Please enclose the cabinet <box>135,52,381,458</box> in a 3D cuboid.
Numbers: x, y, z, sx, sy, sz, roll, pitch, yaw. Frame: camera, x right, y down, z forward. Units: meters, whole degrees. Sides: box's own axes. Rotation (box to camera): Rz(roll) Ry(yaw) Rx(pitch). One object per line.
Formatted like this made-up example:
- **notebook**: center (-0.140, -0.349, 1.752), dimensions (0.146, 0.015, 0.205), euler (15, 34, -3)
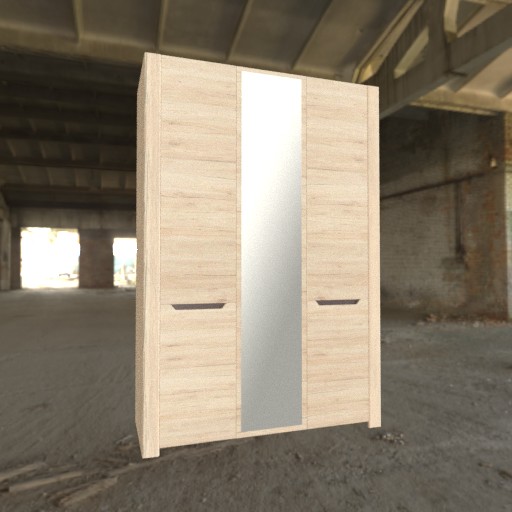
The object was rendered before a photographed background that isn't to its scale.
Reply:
- **cabinet**: center (0.000, 0.000, 2.746), dimensions (1.400, 2.070, 0.580), euler (0, -1, -19)
